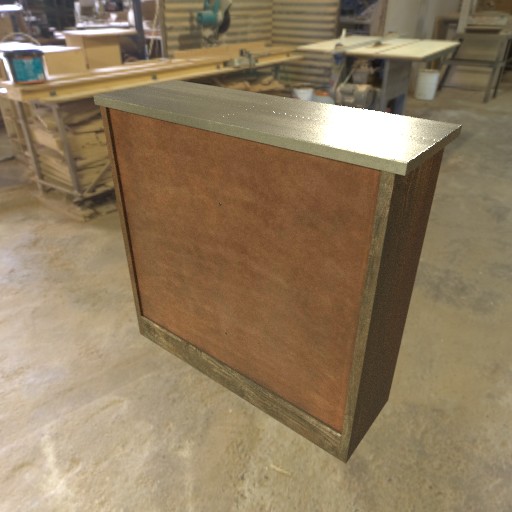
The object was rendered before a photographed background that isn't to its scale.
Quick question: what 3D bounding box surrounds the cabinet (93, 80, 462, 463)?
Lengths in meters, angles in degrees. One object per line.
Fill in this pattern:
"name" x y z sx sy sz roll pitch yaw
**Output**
"cabinet" 0.000 0.000 1.417 0.968 0.919 0.338 22 37 32
